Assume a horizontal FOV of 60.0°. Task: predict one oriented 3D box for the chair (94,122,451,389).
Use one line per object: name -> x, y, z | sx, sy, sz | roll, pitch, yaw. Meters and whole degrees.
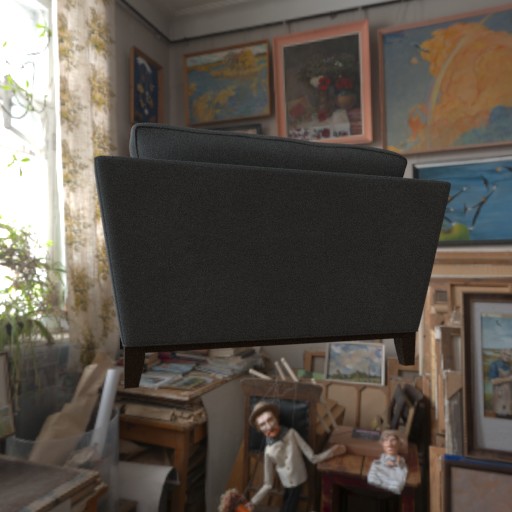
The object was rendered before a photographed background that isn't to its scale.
chair -> 0.000, 0.000, 2.063 | 1.396, 0.942, 0.965 | 1, -2, -18
